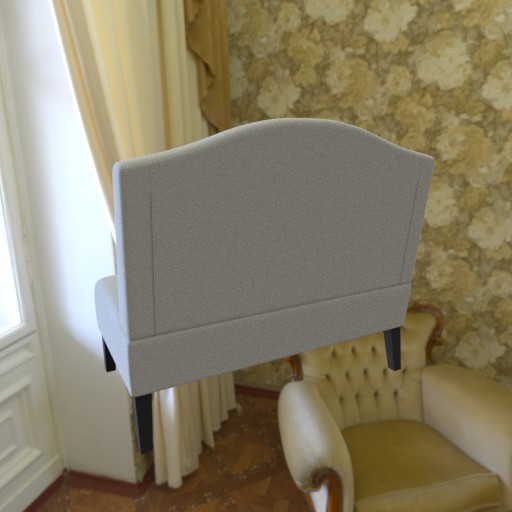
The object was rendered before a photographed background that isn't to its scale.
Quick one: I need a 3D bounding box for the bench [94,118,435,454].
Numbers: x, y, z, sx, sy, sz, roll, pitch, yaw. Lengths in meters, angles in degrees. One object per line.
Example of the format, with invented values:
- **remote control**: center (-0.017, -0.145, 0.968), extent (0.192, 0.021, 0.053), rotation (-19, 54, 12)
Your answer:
- **bench**: center (0.000, 0.000, 2.028), extent (1.335, 1.180, 0.815), rotation (-8, 17, -27)
